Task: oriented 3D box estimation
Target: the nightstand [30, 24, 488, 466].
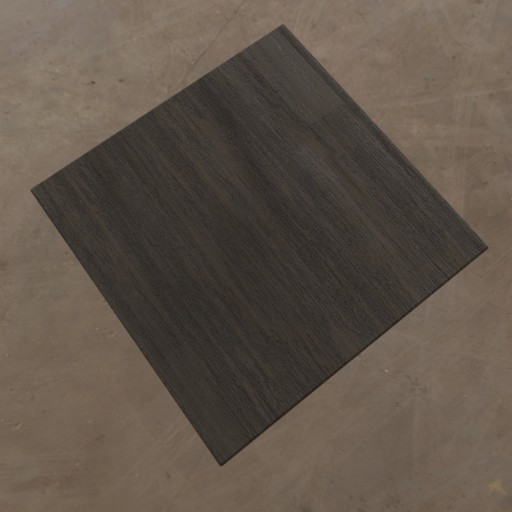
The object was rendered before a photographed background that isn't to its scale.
[{"bbox_3d":[0.000,0.000,0.917,0.503,0.497,0.502,-37,79,-8],"label":"nightstand"}]
